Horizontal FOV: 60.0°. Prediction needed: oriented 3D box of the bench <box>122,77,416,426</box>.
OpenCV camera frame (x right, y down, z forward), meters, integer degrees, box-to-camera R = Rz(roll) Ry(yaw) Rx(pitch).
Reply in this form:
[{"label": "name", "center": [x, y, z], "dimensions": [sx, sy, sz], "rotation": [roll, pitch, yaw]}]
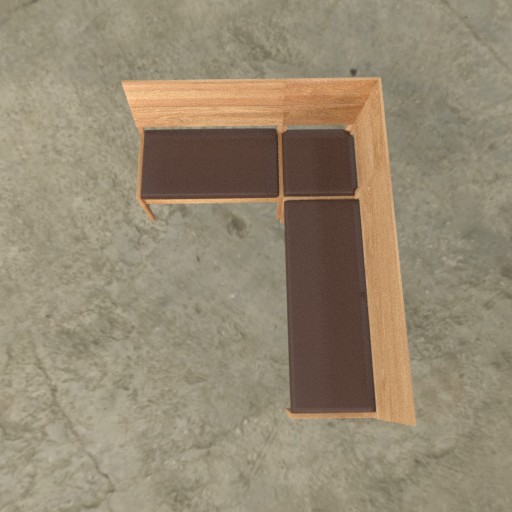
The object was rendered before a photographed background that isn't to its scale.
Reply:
[{"label": "bench", "center": [0.000, 0.000, 2.808], "dimensions": [1.549, 0.890, 1.975], "rotation": [-2, 75, 0]}]
